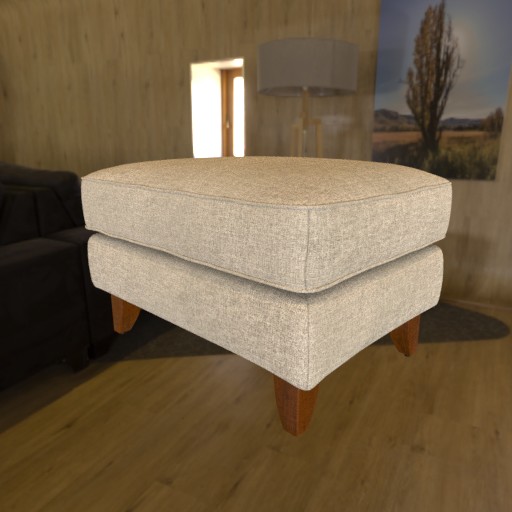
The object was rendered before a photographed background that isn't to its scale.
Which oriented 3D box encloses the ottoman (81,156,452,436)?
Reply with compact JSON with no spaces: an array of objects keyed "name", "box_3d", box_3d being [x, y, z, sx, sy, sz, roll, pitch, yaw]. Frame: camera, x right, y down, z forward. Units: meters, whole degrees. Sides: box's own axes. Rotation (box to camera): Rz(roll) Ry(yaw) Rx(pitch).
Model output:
[{"name":"ottoman","box_3d":[0.000,0.000,1.296,0.889,0.561,0.661,14,21,42]}]
